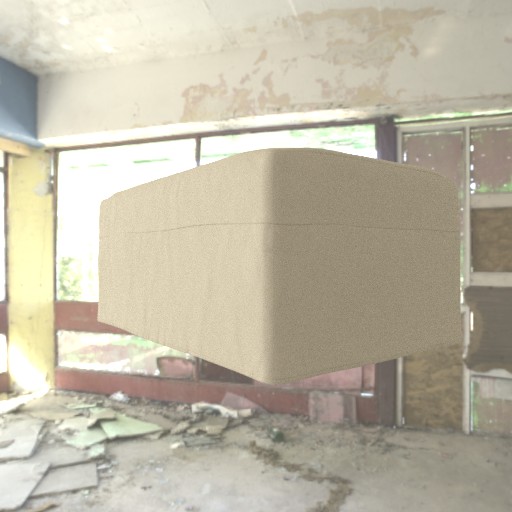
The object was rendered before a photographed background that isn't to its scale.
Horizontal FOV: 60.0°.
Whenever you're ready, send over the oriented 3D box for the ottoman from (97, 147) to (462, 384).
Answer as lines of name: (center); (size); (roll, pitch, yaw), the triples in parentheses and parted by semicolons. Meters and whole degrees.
ottoman: (0.000, 0.000, 1.190); (0.590, 0.444, 0.872); (0, 0, -37)
